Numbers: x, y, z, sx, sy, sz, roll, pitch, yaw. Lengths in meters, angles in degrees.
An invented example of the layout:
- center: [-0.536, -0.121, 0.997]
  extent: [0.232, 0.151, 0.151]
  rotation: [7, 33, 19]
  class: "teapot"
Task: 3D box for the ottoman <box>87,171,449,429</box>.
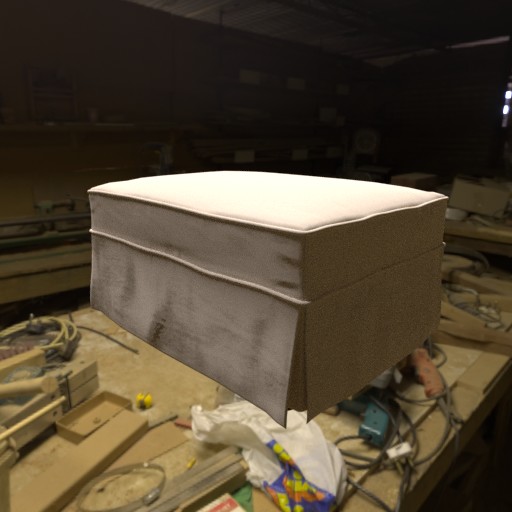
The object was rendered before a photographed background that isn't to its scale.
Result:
- center: [0.000, 0.000, 1.363]
  extent: [0.944, 0.479, 0.703]
  rotation: [15, 22, 43]
  class: "ottoman"
